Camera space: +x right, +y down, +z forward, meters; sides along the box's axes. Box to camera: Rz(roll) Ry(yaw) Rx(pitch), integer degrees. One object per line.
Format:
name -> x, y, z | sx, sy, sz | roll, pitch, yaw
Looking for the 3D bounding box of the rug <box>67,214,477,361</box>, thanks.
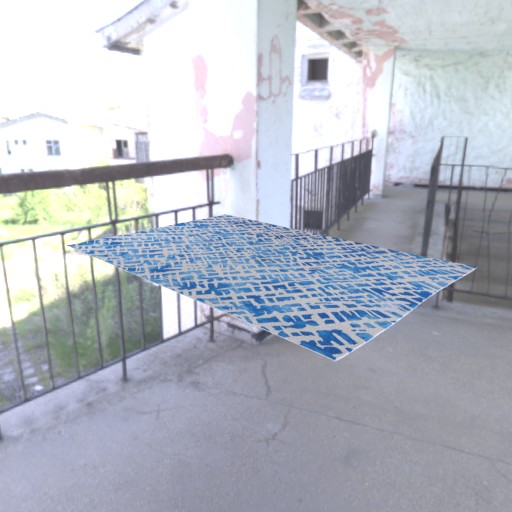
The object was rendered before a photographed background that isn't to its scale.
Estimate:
rug -> 0.000, 0.000, 2.328 | 1.830, 0.011, 1.209 | 16, 23, 42
